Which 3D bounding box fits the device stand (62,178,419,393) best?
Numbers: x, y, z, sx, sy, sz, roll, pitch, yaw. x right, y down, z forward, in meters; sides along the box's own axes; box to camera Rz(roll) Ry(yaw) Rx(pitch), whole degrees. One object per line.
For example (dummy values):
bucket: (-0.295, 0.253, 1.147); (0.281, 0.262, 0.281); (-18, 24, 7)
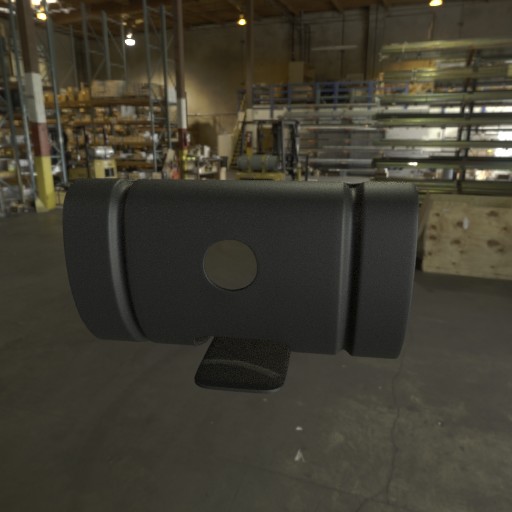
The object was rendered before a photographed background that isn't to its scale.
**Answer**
device stand: (0.000, 0.000, 0.412); (0.256, 0.155, 0.236); (2, 15, 8)
